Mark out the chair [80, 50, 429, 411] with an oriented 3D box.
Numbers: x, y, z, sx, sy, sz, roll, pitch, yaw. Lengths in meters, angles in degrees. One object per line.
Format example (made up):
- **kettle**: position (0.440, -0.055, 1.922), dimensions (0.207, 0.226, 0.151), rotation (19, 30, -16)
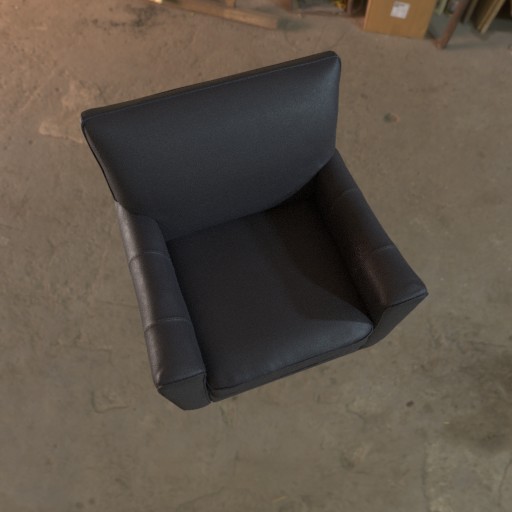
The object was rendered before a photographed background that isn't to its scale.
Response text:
- **chair**: position (0.000, 0.000, 1.590), dimensions (0.870, 0.943, 0.825), rotation (-18, 65, -9)
